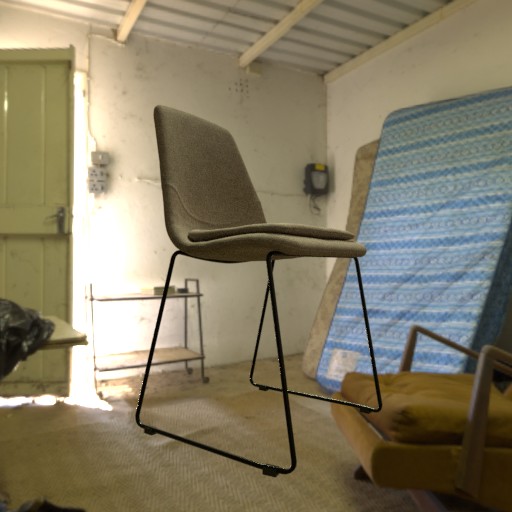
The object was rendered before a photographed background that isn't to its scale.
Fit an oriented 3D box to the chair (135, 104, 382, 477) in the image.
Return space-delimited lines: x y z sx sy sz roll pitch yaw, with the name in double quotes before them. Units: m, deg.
"chair" 0.000 0.000 1.173 0.518 0.858 0.479 -1 -1 37
